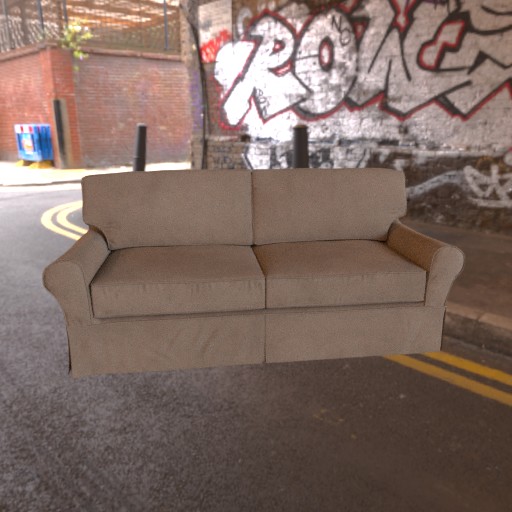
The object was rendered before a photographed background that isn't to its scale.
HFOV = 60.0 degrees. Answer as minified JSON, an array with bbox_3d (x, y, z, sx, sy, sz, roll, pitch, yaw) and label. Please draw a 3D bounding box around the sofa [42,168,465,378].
[{"bbox_3d":[0.000,0.000,2.734,2.246,1.014,0.900,-2,16,-7],"label":"sofa"}]
